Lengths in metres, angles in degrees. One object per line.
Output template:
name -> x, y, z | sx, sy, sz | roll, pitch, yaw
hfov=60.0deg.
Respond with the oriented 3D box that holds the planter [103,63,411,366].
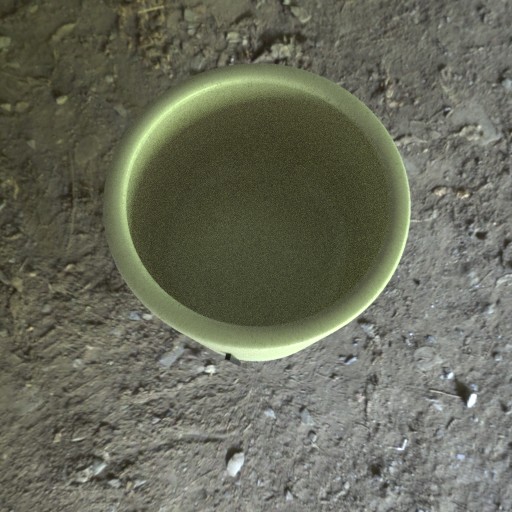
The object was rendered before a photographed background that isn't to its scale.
planter -> 0.000, 0.000, 0.695 | 0.324, 0.483, 0.333 | 12, 75, 3
